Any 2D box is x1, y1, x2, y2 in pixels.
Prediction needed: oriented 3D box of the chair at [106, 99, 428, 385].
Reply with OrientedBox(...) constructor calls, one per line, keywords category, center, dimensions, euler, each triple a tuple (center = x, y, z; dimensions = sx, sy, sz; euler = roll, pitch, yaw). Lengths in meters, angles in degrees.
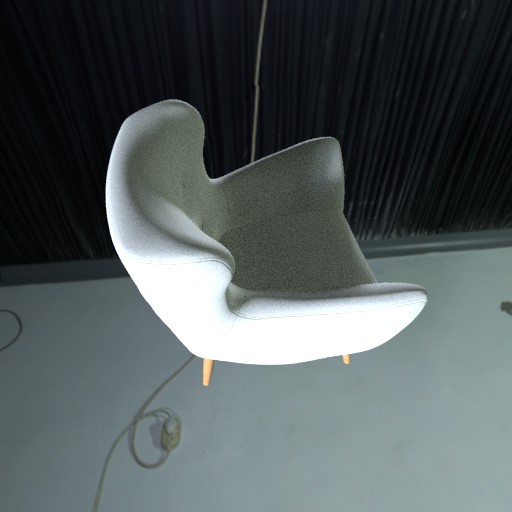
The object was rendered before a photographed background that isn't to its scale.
OrientedBox(category="chair", center=(0.000, 0.000, 1.621), dimensions=(0.889, 0.889, 0.890), euler=(-8, 47, -8))
